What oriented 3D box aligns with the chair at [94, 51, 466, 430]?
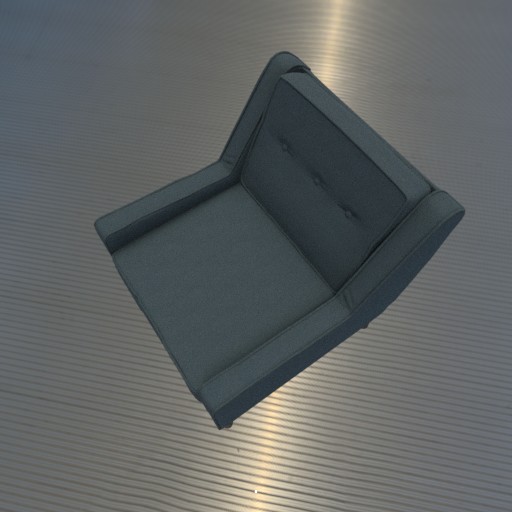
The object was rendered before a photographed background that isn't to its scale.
[{"bbox_3d":[0.000,0.000,1.329,0.733,0.780,0.663,-32,67,-16],"label":"chair"}]
